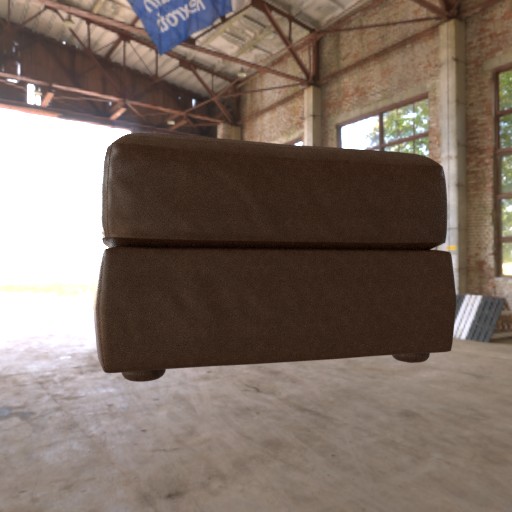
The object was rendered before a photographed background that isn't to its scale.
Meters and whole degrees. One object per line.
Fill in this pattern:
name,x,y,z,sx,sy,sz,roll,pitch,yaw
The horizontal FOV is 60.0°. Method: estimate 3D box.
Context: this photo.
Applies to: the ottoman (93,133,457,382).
ottoman,0.000,0.000,1.131,0.751,0.476,0.603,0,-1,-16
